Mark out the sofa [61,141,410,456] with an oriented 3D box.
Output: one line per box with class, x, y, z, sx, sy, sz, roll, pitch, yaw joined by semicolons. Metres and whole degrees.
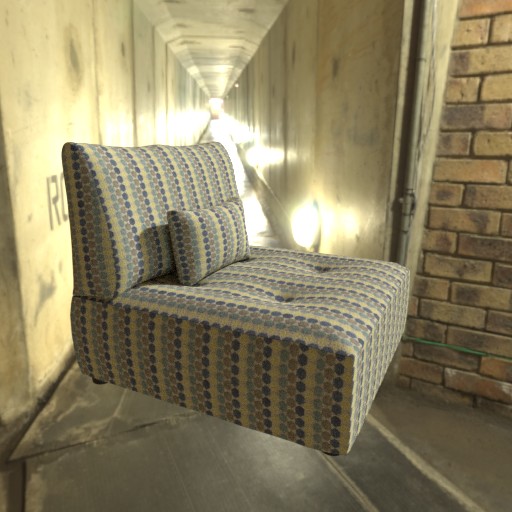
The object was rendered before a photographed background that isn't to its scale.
sofa;0.000;0.000;1.662;1.000;0.830;0.930;7;16;26
